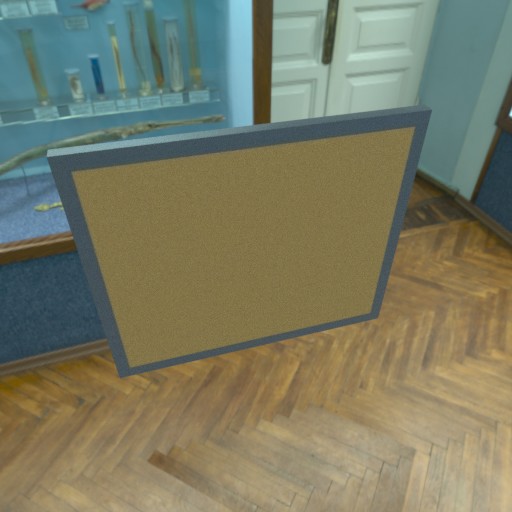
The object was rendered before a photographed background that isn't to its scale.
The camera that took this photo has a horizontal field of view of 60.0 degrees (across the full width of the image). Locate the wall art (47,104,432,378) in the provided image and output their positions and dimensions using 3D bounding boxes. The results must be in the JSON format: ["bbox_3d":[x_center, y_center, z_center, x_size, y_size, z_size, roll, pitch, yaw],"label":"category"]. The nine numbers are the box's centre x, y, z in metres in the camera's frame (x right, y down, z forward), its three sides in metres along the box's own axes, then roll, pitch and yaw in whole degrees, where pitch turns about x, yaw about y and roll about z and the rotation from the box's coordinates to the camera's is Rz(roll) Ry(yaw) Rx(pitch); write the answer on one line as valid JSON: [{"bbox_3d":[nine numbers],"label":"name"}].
[{"bbox_3d":[0.000,0.000,0.921,0.660,0.558,0.026,-11,41,-12],"label":"wall art"}]
